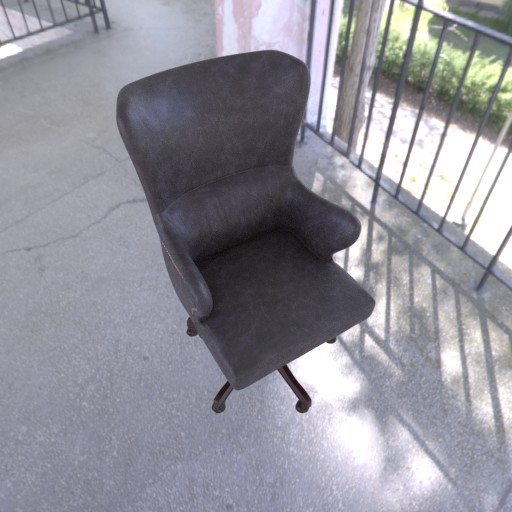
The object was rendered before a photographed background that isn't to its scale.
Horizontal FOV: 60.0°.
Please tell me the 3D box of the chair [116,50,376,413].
[{"bbox_3d":[0.000,0.000,1.454,0.594,1.037,0.717,-24,51,-21],"label":"chair"}]
